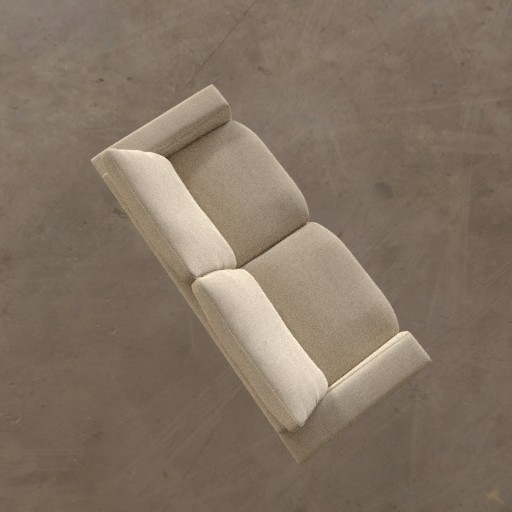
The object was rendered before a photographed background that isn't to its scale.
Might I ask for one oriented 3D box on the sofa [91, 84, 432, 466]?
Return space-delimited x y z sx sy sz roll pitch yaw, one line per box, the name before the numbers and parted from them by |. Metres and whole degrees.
sofa | 0.000 0.000 2.857 1.040 0.922 2.299 -35 79 -8
